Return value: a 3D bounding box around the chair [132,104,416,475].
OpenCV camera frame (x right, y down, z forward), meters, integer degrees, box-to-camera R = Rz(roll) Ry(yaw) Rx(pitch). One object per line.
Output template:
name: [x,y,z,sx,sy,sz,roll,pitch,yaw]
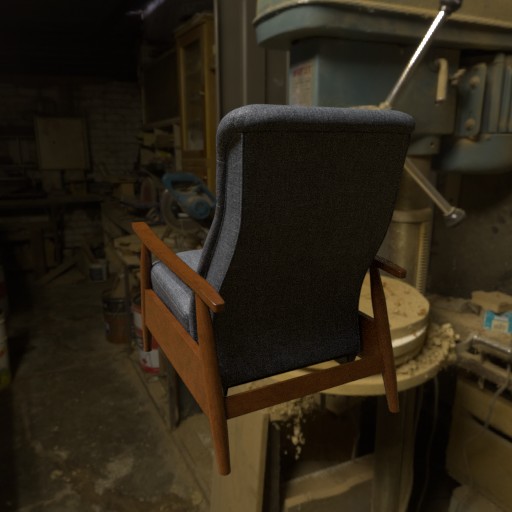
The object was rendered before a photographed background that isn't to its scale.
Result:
chair: [0.000,0.000,1.791,0.762,1.082,1.030,-7,16,-27]
